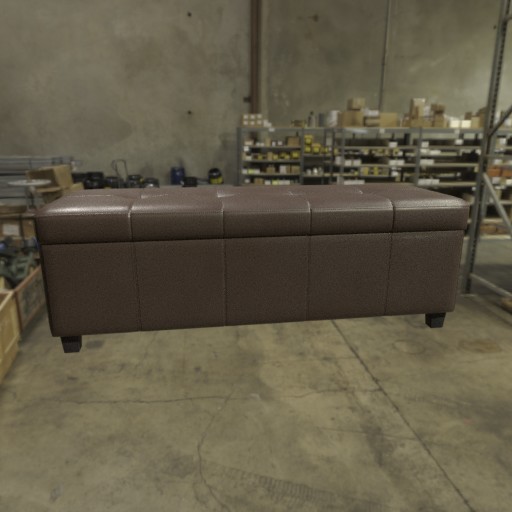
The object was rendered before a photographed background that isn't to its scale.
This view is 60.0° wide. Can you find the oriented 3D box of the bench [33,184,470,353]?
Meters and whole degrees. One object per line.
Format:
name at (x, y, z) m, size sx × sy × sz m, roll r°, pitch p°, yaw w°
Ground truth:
bench at (0.000, 0.000, 1.452) m, size 1.219 × 0.417 × 0.450 m, roll -2°, pitch 16°, yaw -8°
